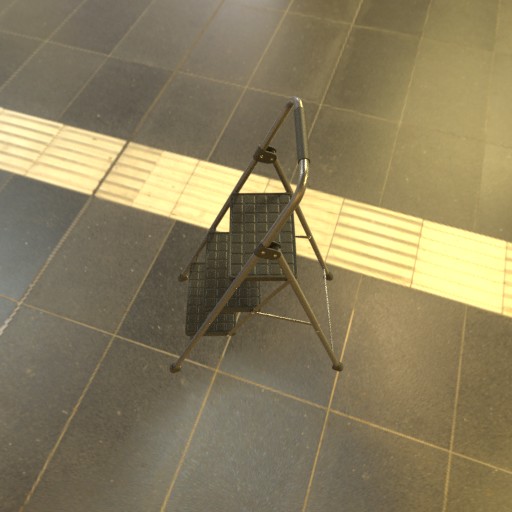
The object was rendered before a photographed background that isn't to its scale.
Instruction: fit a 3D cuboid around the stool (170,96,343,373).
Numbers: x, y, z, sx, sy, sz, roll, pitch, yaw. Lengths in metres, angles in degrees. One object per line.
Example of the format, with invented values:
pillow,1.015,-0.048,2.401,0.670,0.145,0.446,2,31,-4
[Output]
stool,0.000,0.000,1.501,0.733,1.121,0.473,0,59,0
